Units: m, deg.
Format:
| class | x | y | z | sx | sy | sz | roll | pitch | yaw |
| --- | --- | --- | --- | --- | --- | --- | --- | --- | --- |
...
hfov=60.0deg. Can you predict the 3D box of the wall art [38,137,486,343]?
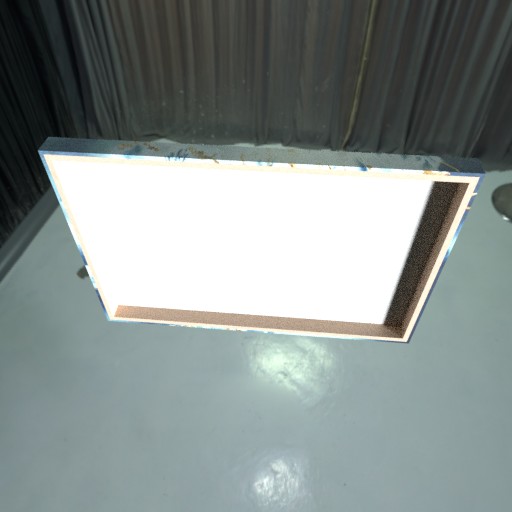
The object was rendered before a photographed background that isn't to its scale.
| class | x | y | z | sx | sy | sz | roll | pitch | yaw |
| --- | --- | --- | --- | --- | --- | --- | --- | --- | --- |
| wall art | 0.000 | 0.000 | 0.758 | 0.607 | 0.405 | 0.036 | 4 | 46 | 4 |
